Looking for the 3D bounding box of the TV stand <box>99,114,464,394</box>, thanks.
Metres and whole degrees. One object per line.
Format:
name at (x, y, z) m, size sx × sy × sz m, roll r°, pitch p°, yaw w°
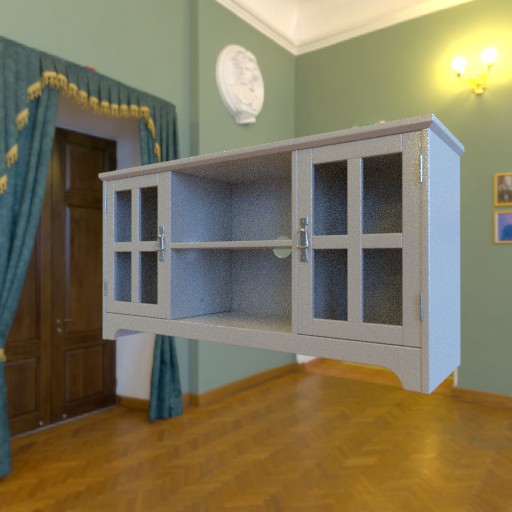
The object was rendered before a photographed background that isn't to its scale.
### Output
TV stand at (0.000, 0.000, 1.420) m, size 1.167 × 0.603 × 0.344 m, roll 0°, pitch 0°, yaw 35°
